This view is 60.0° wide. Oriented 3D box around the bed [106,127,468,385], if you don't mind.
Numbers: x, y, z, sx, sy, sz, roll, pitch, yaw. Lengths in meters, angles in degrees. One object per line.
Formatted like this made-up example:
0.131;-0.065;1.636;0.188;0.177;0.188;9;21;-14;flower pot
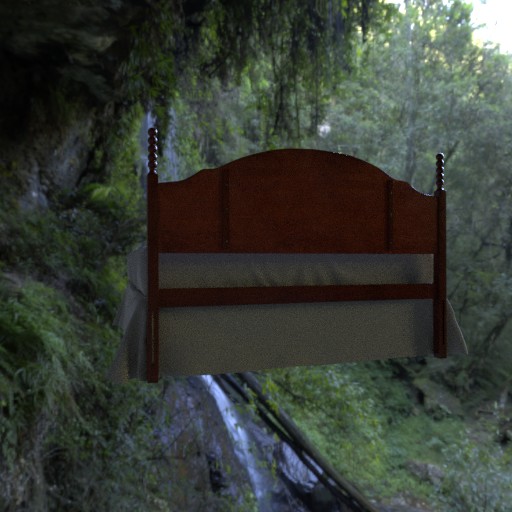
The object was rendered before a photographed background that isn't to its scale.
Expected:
0.000;0.000;3.662;2.322;1.355;2.219;0;0;-18;bed
